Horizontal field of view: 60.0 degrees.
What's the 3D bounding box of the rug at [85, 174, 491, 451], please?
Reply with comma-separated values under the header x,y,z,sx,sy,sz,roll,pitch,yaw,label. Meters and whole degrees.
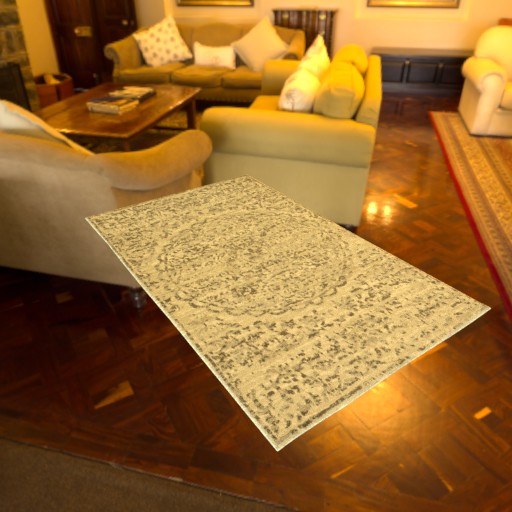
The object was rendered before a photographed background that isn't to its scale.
x,y,z,sx,sy,sz,roll,pitch,yaw,label
0.000,0.000,2.979,1.527,0.021,2.447,-21,38,-29,rug
